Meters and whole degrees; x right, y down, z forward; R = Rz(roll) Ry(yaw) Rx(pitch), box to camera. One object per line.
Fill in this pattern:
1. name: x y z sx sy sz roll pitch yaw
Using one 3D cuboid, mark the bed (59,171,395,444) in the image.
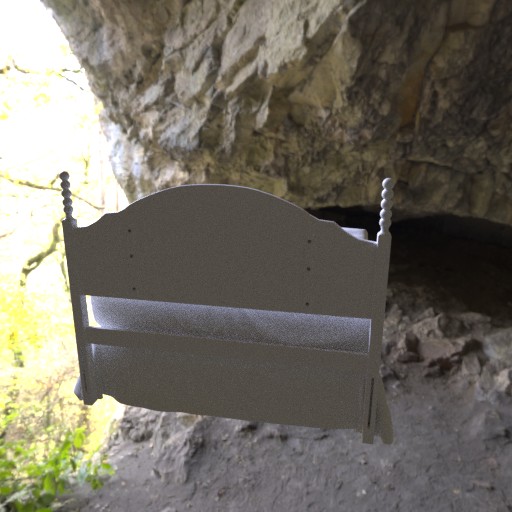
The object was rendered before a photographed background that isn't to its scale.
1. bed: 0.000 0.000 3.211 1.873 1.356 2.040 3 16 12
